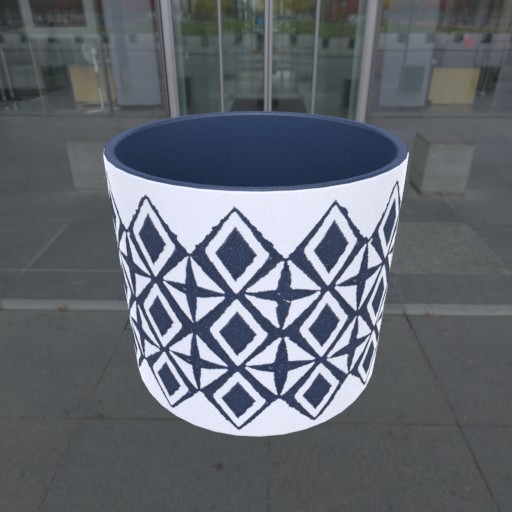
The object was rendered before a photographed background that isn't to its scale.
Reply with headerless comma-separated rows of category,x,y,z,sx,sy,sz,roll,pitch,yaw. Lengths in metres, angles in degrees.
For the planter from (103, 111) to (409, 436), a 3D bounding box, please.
planter,0.000,0.000,0.385,0.224,0.203,0.224,0,29,0
